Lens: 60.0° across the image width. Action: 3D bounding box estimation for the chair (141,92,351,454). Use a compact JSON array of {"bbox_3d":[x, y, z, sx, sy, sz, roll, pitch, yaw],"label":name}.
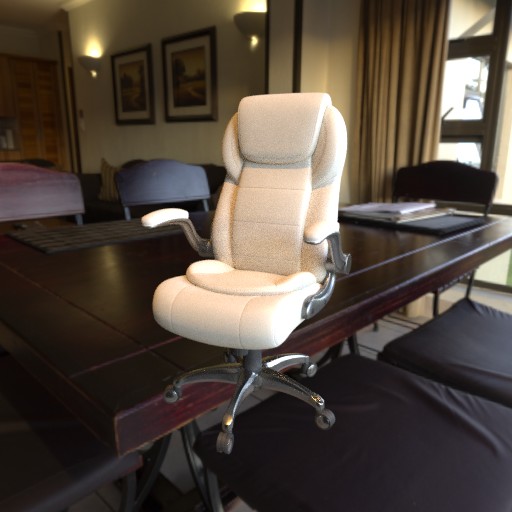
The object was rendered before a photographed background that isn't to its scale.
[{"bbox_3d":[0.000,0.000,1.836,0.755,1.330,0.806,7,16,24],"label":"chair"}]
